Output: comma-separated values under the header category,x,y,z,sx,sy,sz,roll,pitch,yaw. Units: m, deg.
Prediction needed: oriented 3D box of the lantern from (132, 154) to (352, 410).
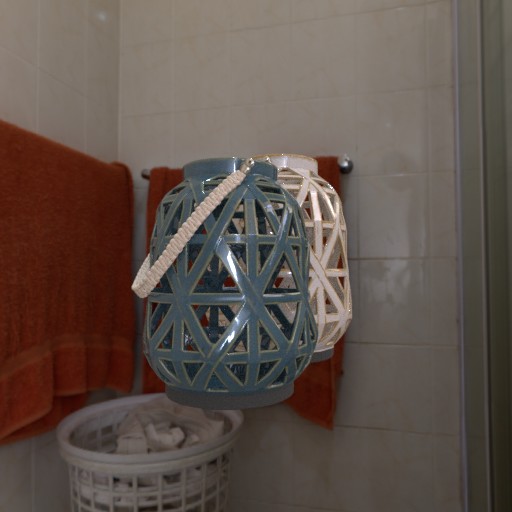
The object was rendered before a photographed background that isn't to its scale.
category,x,y,z,sx,sy,sz,roll,pitch,yaw
lantern,0.000,0.000,0.618,0.245,0.307,0.439,-1,-2,16
